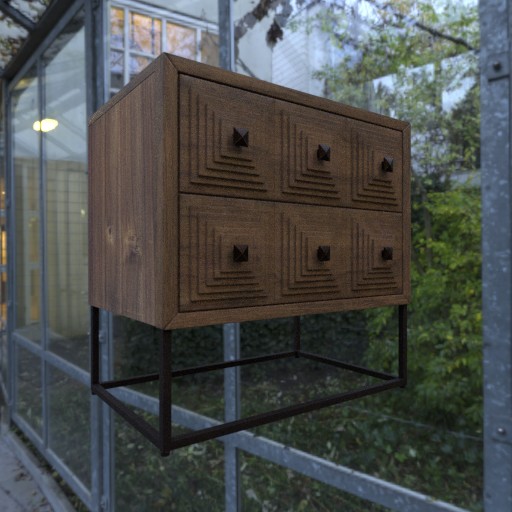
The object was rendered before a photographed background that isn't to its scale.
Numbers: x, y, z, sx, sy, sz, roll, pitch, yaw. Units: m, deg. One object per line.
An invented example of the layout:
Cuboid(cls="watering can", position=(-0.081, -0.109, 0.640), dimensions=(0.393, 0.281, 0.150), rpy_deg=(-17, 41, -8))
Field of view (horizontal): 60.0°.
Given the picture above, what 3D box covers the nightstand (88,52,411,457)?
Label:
Cuboid(cls="nightstand", position=(0.000, 0.000, 0.987), dimensions=(0.610, 0.610, 0.437), rpy_deg=(0, 0, -36))
